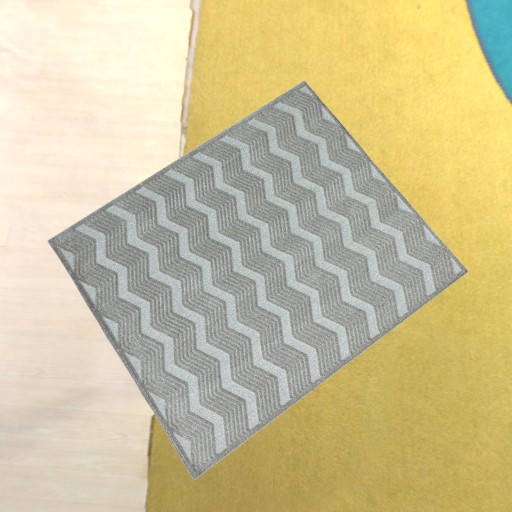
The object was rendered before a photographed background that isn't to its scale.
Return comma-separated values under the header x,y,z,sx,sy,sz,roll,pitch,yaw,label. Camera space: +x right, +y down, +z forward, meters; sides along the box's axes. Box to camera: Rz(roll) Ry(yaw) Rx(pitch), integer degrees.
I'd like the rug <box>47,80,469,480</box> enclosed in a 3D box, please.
x,y,z,sx,sy,sz,roll,pitch,yaw,label
0.000,0.000,3.919,2.880,0.005,2.391,-34,77,-9,rug
